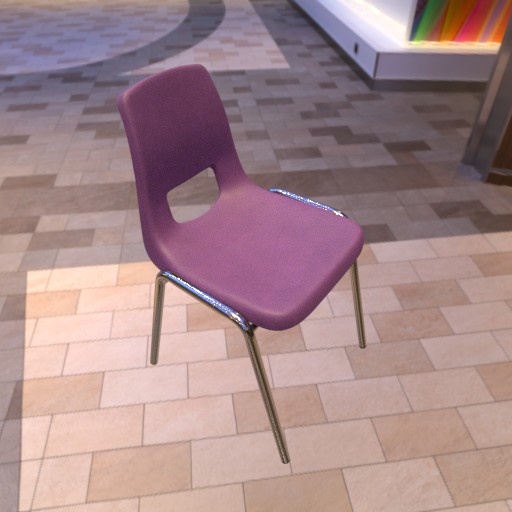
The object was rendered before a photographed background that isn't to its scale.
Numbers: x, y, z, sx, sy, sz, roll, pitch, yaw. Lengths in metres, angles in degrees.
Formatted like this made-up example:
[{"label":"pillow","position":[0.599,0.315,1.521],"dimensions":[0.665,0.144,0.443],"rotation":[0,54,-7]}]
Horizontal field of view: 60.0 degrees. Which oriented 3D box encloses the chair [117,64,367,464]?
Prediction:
[{"label":"chair","position":[0.000,0.000,0.907],"dimensions":[0.432,0.654,0.381],"rotation":[25,46,27]}]
